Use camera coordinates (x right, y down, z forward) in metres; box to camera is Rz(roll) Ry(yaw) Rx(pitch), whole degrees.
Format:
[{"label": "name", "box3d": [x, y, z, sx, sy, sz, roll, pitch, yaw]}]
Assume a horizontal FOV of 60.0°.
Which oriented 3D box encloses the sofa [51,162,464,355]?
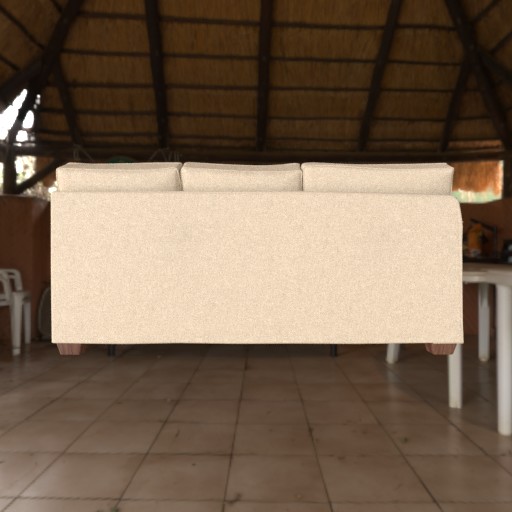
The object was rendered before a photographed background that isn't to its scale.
[{"label": "sofa", "box3d": [0.000, 0.000, 2.576, 1.962, 0.946, 1.034, 0, 0, 0]}]
